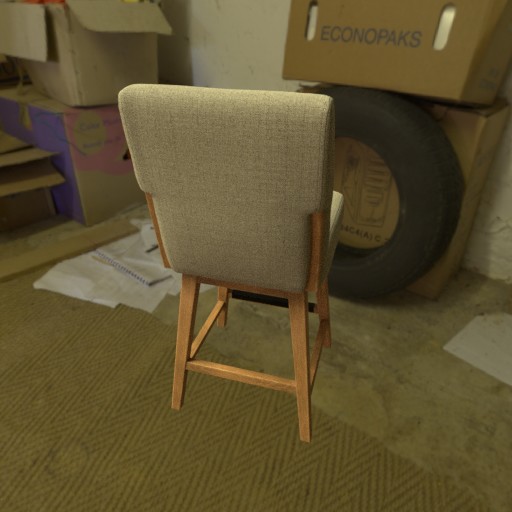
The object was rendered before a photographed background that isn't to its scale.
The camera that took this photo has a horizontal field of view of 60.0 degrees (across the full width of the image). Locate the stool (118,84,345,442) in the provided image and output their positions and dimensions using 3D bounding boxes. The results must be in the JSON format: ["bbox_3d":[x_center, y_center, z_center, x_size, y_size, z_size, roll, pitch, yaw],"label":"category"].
[{"bbox_3d":[0.000,0.000,1.293,0.459,1.010,0.526,9,32,14],"label":"stool"}]
